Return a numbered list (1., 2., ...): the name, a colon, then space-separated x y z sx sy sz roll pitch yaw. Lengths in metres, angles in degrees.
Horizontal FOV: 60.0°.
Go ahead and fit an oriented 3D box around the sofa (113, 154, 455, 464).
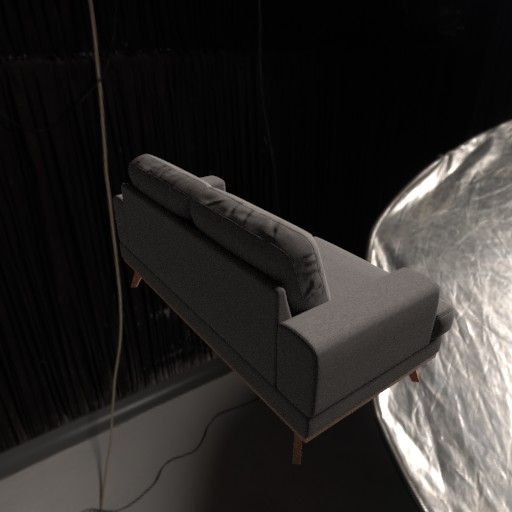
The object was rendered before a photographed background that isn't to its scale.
1. sofa: 0.000 0.000 2.123 0.785 0.810 1.650 -19 33 -32
